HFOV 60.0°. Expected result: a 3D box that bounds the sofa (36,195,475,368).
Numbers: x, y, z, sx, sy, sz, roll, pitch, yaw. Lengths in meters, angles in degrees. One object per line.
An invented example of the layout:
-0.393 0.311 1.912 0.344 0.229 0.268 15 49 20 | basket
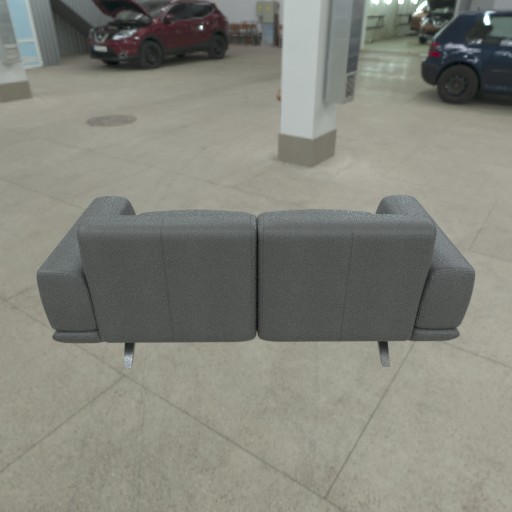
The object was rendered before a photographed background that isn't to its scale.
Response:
0.000 0.000 2.331 1.901 0.772 0.900 0 30 0 | sofa
